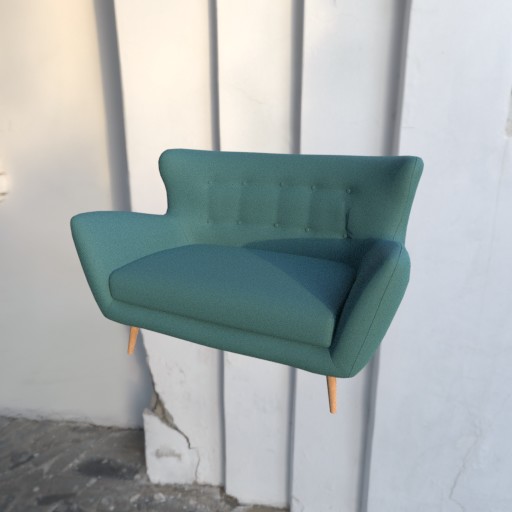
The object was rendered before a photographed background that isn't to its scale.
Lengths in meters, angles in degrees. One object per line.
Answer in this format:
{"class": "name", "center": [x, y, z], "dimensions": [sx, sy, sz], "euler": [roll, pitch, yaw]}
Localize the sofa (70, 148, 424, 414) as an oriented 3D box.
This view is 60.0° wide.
{"class": "sofa", "center": [0.000, 0.000, 2.000], "dimensions": [1.397, 0.889, 0.889], "euler": [8, 19, 25]}
